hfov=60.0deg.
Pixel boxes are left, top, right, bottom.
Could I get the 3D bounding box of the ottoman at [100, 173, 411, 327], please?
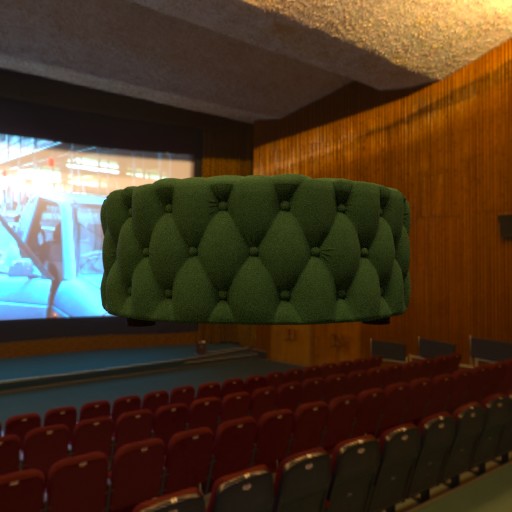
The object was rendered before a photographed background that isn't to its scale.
[{"bbox_3d":[0.000,0.000,1.497,0.998,0.399,0.998,0,-1,0],"label":"ottoman"}]
